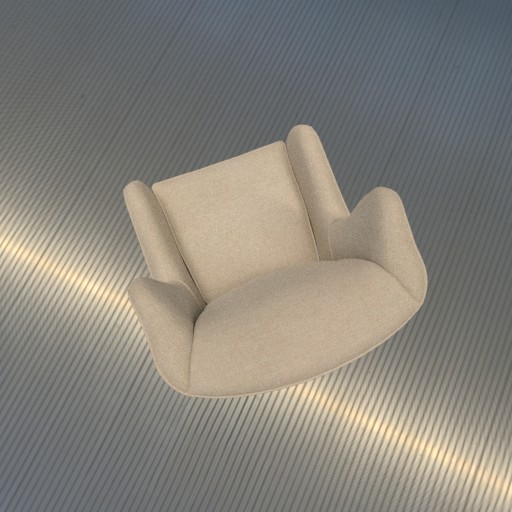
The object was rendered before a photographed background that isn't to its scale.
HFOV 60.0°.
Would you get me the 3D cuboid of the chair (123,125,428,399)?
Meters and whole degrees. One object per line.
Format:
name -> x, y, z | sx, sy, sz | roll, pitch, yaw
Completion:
chair -> 0.000, 0.000, 1.767 | 0.838, 1.040, 0.966 | -20, 77, -5
